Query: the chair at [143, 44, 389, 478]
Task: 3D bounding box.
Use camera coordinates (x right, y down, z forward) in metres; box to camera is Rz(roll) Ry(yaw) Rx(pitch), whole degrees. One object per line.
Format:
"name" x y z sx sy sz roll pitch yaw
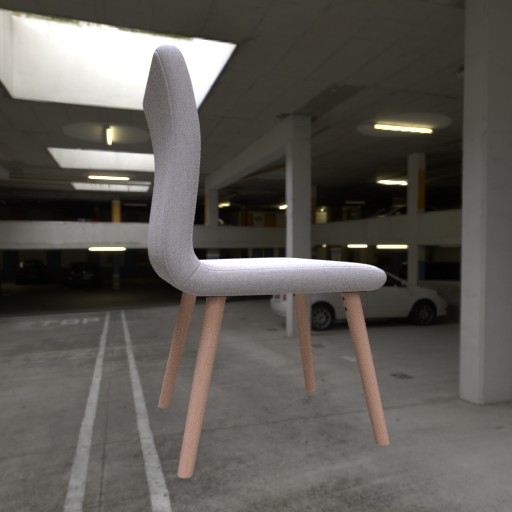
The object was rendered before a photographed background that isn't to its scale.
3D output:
"chair" 0.000 0.000 1.160 0.550 0.885 0.435 -1 2 -18
